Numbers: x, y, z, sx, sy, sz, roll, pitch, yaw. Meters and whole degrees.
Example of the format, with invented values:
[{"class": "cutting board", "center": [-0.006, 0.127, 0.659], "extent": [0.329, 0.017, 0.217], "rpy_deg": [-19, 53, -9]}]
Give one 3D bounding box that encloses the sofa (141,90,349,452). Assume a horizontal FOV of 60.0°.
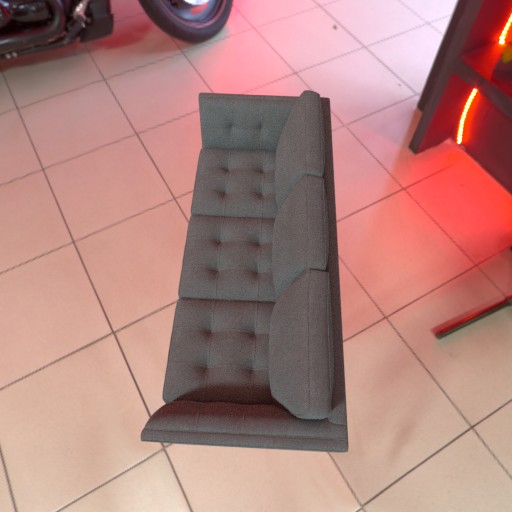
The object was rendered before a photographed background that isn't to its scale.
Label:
[{"class": "sofa", "center": [0.000, 0.000, 2.892], "extent": [0.965, 0.940, 2.387], "rpy_deg": [2, 59, 1]}]
